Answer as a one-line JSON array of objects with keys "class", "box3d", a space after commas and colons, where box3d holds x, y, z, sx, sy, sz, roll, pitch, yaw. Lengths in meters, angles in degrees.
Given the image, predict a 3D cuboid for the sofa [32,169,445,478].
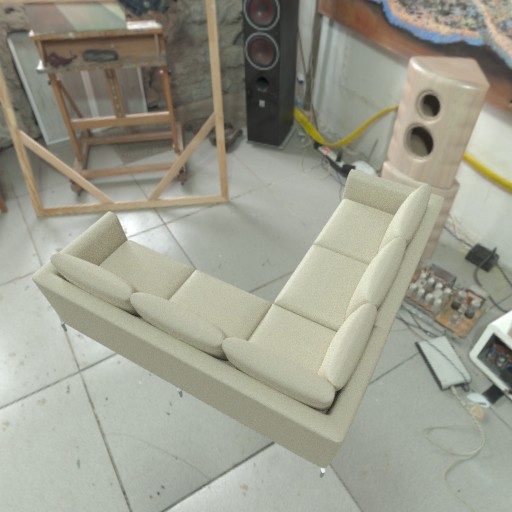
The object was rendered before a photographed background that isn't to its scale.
[{"class": "sofa", "box3d": [0.000, 0.000, 3.724, 2.448, 0.867, 2.430, 22, 51, 20]}]
